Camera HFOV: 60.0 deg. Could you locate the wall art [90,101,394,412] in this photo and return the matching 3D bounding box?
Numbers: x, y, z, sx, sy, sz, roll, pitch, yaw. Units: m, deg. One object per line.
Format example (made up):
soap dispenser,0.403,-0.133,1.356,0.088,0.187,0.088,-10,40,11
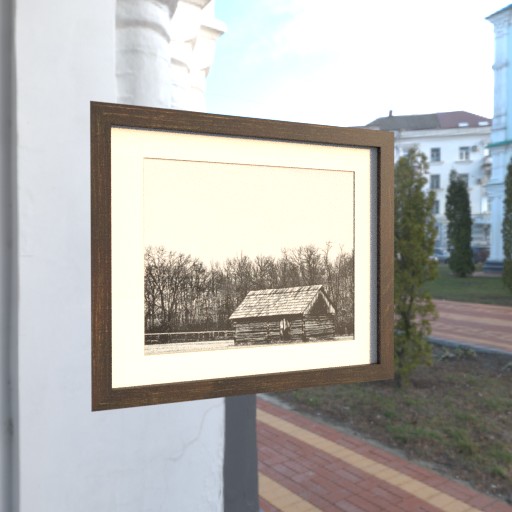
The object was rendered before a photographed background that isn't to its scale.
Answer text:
wall art,0.000,0.000,0.546,0.381,0.330,0.031,0,1,-19
